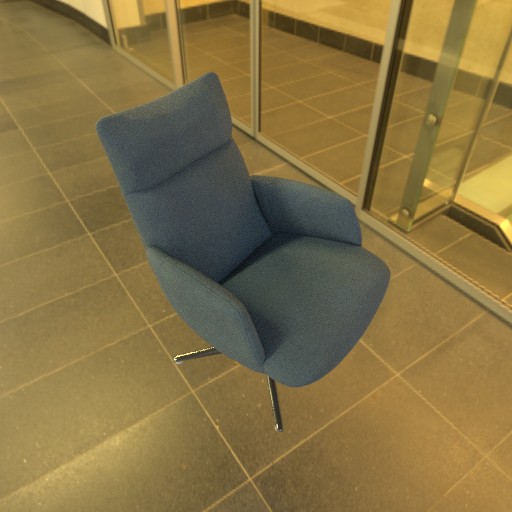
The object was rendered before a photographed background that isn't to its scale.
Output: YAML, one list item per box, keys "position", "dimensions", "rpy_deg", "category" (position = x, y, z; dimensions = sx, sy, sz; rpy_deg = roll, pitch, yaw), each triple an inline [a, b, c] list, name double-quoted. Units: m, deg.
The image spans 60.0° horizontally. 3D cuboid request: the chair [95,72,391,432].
- position: [0.000, 0.000, 1.601]
  dimensions: [0.889, 1.016, 0.711]
  rpy_deg: [25, 47, 26]
  category: "chair"
